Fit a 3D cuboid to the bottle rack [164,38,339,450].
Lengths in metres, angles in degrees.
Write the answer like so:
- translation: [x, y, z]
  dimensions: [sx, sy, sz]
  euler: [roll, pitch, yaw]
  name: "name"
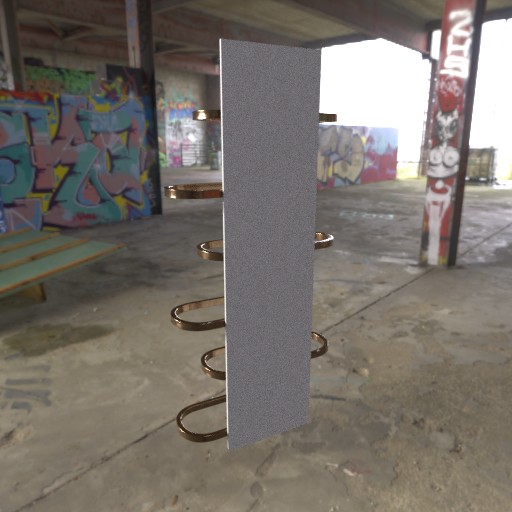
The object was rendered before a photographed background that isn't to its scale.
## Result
- translation: [0.000, 0.000, 0.831]
  dimensions: [0.332, 0.709, 0.118]
  euler: [-8, 17, -28]
  name: "bottle rack"
